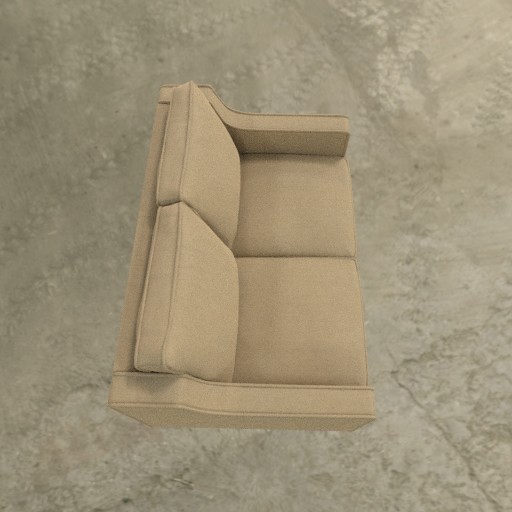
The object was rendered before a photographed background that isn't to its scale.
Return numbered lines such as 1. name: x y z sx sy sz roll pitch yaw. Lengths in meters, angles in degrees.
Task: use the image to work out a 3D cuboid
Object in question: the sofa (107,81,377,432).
1. sofa: 0.000 0.000 2.122 0.987 0.971 1.501 1 63 1
